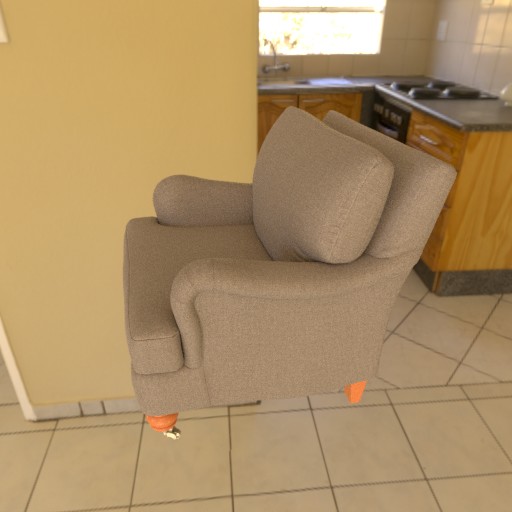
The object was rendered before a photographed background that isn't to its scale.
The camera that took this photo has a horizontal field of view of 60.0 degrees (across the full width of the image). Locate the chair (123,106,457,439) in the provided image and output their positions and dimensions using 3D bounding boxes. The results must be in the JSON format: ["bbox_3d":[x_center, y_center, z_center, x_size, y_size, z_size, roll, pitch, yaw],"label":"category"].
[{"bbox_3d":[0.000,0.000,1.826,1.070,1.038,0.955,-7,30,-13],"label":"chair"}]
